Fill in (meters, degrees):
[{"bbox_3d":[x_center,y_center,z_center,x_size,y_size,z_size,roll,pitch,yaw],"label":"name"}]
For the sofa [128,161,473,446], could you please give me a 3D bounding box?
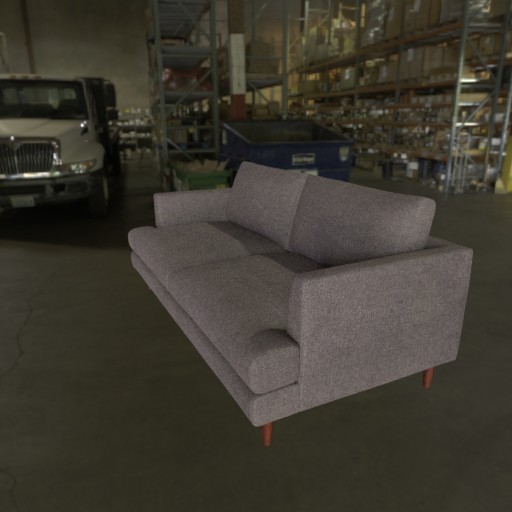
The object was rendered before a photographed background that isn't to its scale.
[{"bbox_3d":[0.000,0.000,2.457,1.020,0.868,1.948,-9,19,-26],"label":"sofa"}]
